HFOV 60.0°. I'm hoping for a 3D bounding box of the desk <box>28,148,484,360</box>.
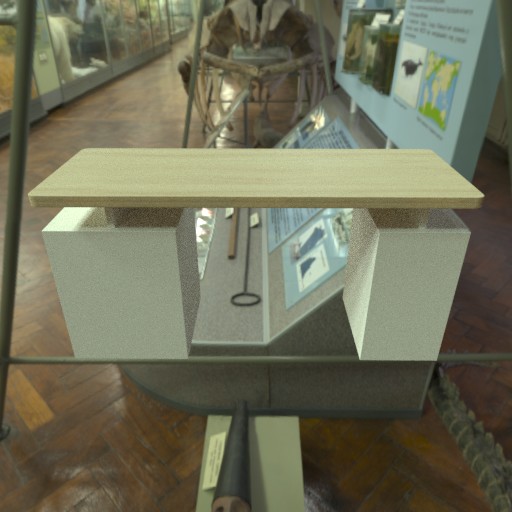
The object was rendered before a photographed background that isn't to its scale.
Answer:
[{"bbox_3d":[0.000,0.000,1.862,1.500,0.755,0.550,0,30,0],"label":"desk"}]
